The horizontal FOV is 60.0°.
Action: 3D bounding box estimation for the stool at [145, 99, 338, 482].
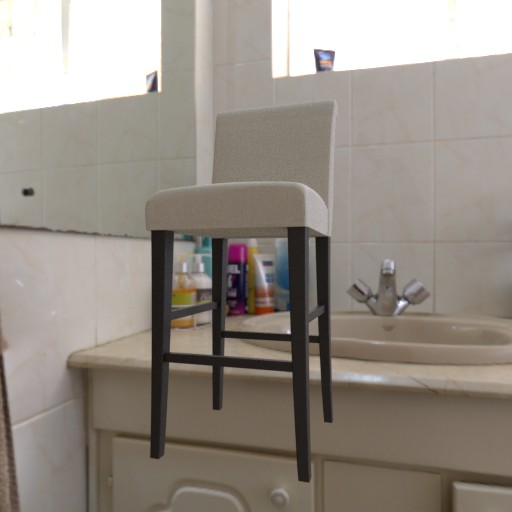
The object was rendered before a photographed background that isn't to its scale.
[{"bbox_3d":[0.000,0.000,1.420,0.452,1.124,0.597,0,-1,18],"label":"stool"}]
